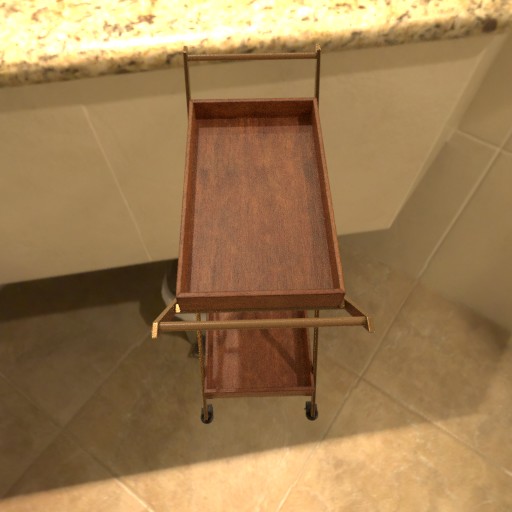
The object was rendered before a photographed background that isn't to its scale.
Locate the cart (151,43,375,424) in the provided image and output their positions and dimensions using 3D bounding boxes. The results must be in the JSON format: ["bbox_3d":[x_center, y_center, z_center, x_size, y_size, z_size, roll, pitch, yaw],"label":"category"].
[{"bbox_3d":[0.000,0.000,1.328,0.405,0.869,0.836,-1,59,-1],"label":"cart"}]
